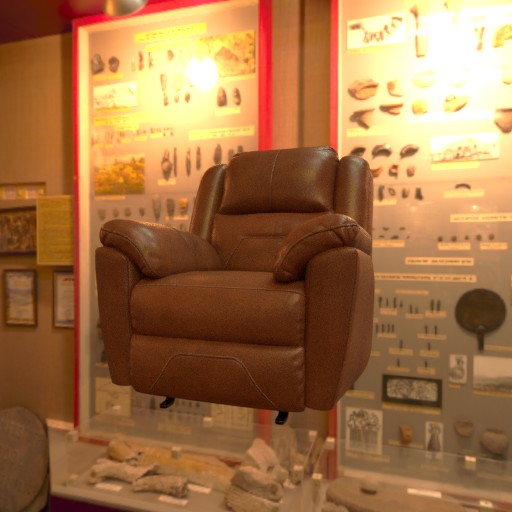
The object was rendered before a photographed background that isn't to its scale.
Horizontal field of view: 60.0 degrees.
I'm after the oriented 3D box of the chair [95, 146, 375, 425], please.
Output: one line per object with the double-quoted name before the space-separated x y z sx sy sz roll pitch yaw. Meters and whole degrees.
"chair" 0.000 0.000 1.952 0.990 1.093 1.041 1 2 19
